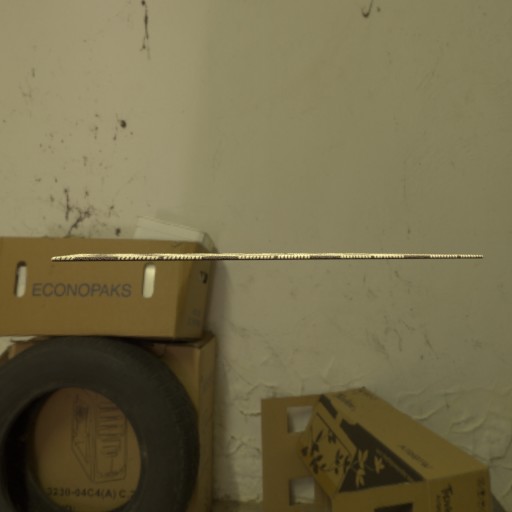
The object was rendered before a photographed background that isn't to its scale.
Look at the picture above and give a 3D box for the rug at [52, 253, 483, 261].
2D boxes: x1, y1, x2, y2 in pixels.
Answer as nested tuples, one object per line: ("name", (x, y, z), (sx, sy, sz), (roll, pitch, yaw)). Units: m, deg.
("rug", (0.000, 0.000, 2.339), (1.833, 0.016, 1.210), (0, 1, -18))
